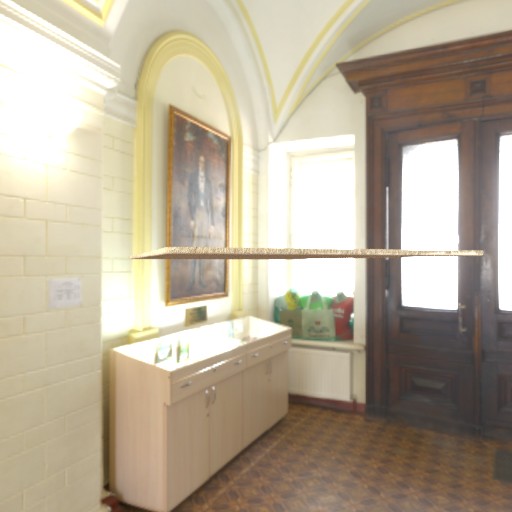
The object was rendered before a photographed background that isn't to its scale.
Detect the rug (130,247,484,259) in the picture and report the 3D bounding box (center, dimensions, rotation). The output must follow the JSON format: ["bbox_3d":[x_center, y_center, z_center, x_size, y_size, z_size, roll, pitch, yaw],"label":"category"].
[{"bbox_3d":[0.000,0.000,2.962,1.500,0.026,2.349,0,-1,-19],"label":"rug"}]
